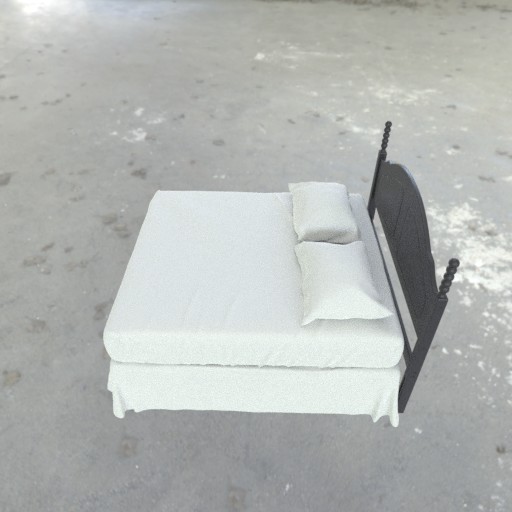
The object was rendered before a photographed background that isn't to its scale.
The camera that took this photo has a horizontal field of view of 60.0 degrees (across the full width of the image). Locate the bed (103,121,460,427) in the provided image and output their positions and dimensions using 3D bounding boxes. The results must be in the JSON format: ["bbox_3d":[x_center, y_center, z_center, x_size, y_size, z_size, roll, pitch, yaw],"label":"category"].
[{"bbox_3d":[0.000,0.000,3.197,2.040,1.356,1.873,1,40,1],"label":"bed"}]
